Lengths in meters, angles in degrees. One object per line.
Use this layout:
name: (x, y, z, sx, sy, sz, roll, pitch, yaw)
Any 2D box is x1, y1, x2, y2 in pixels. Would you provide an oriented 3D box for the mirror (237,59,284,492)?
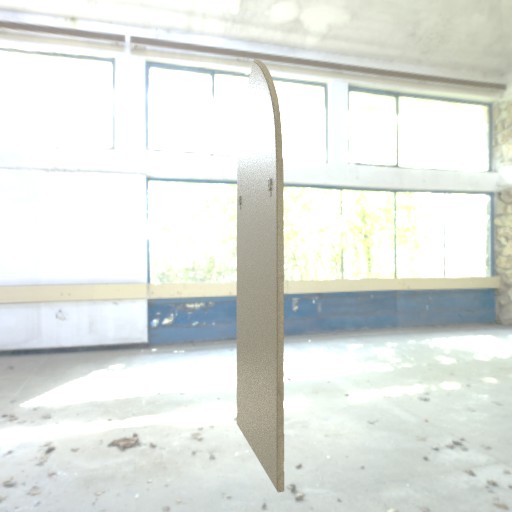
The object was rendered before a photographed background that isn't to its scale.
mirror: (0.000, 0.000, 1.326, 0.025, 1.175, 0.464, 0, 0, -15)
